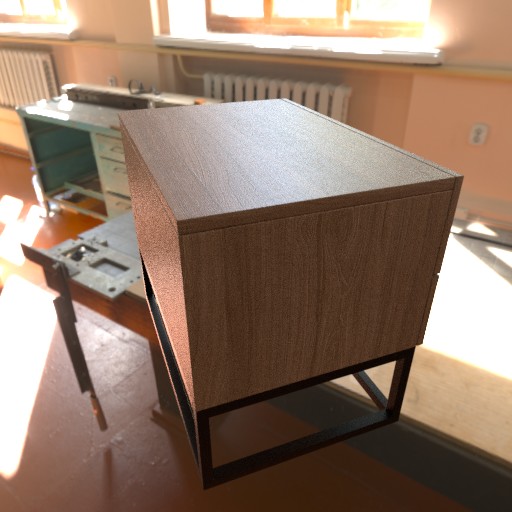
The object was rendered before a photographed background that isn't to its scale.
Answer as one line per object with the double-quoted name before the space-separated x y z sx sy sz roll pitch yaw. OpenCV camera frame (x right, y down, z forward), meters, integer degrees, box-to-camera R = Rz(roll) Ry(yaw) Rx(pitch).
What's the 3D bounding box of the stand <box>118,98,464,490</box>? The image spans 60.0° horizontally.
"stand" 0.000 0.000 0.923 0.420 0.500 0.600 -11 32 -18
